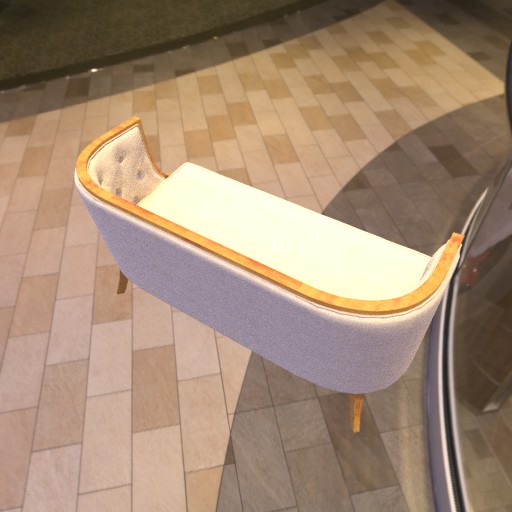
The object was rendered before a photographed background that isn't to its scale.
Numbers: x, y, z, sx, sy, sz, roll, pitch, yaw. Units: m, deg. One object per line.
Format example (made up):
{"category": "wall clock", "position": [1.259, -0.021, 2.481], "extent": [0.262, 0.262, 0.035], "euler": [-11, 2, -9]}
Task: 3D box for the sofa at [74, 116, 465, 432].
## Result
{"category": "sofa", "position": [0.000, 0.000, 1.906], "extent": [1.474, 0.775, 0.770], "euler": [25, 50, 22]}
